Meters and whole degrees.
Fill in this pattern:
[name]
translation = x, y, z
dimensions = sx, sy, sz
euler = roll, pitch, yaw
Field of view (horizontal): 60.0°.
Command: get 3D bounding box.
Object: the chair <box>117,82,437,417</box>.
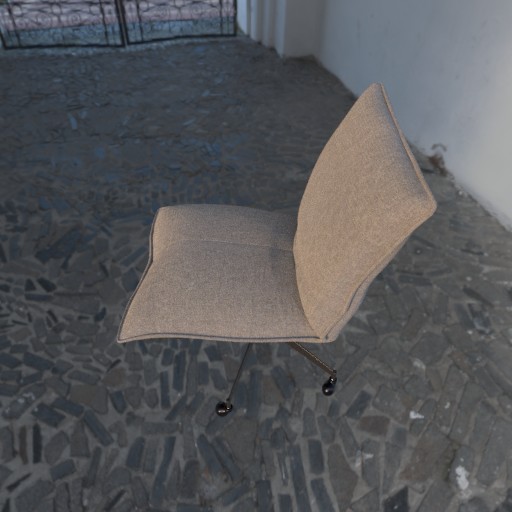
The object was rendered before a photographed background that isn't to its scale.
[chair]
translation = 0.000, 0.000, 1.279
dimensions = 0.696, 0.811, 0.597
euler = 2, 43, 2
